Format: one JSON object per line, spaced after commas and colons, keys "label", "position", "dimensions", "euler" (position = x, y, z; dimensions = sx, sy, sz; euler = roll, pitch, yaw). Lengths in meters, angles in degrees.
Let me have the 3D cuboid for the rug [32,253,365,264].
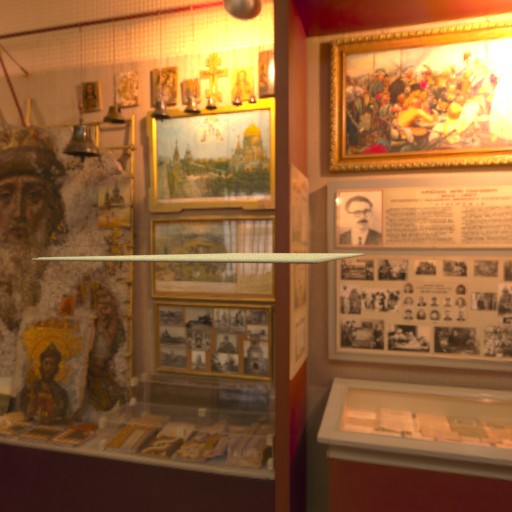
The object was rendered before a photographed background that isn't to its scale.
{"label": "rug", "position": [0.000, 0.000, 1.416], "dimensions": [0.604, 0.007, 1.219], "euler": [0, 1, 18]}
